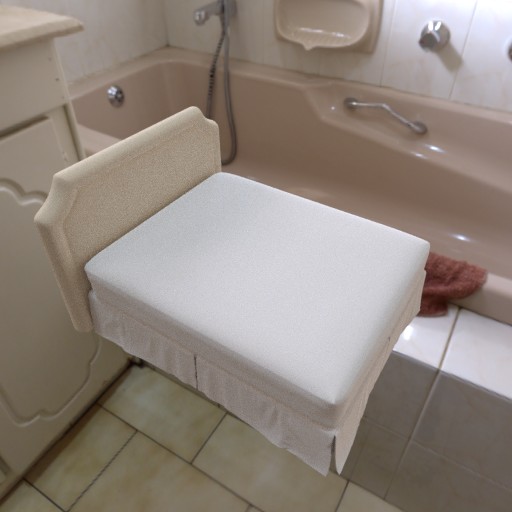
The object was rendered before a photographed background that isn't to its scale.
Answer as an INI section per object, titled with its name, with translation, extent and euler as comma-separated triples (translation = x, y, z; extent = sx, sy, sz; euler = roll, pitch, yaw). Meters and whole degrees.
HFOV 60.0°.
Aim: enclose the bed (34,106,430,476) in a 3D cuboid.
[bed]
translation = 0.000, 0.000, 3.175
extent = 2.209, 1.296, 1.827
euler = 23, 45, 25
